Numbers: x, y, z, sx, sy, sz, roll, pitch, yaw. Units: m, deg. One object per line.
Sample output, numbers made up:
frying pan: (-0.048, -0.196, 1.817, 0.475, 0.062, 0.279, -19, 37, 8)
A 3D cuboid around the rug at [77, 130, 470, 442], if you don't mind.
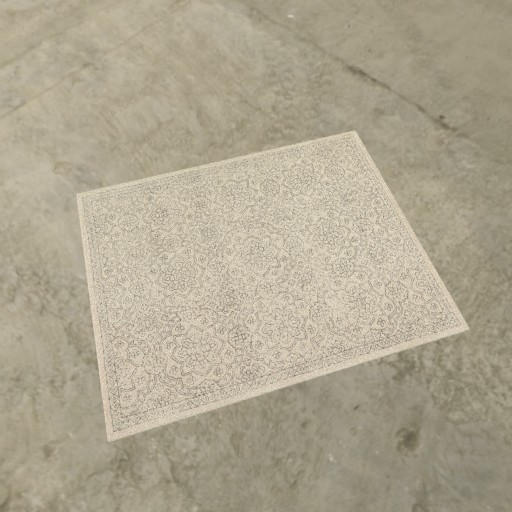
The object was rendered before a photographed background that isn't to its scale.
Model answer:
rug: (0.000, 0.000, 4.117, 3.050, 0.015, 2.441, -15, 61, -8)
